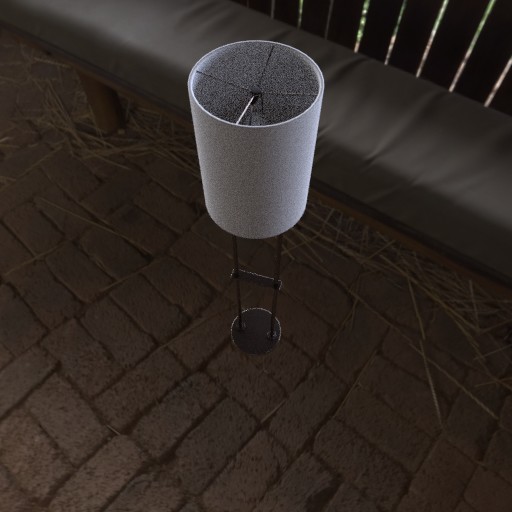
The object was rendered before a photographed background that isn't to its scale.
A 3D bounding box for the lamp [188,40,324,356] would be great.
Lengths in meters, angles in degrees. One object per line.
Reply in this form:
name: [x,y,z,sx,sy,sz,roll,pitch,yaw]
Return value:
lamp: [0.000,0.000,1.634,0.306,1.500,0.305,15,59,9]
